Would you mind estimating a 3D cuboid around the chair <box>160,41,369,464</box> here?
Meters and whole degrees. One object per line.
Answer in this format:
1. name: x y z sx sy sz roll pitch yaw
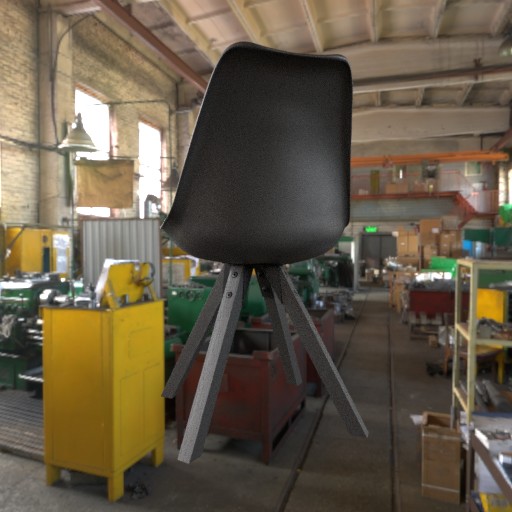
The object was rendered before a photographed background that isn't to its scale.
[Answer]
1. chair: 0.000 0.000 1.153 0.485 0.850 0.550 0 2 -17
